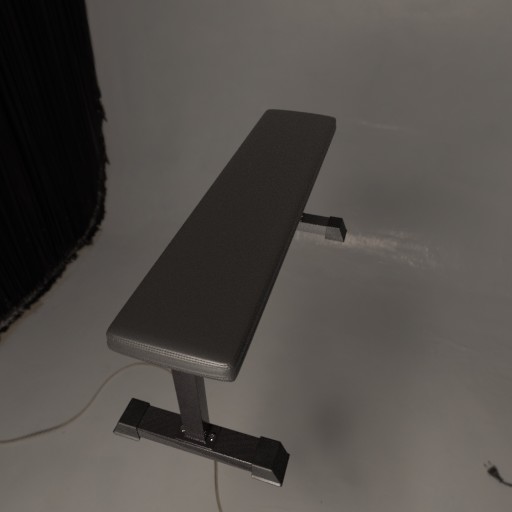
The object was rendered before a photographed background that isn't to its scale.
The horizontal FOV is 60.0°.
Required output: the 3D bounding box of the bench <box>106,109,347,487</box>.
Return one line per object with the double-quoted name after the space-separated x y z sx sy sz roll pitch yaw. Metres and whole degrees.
0.000 0.000 1.284 0.439 0.453 1.072 11 42 13 "bench"
